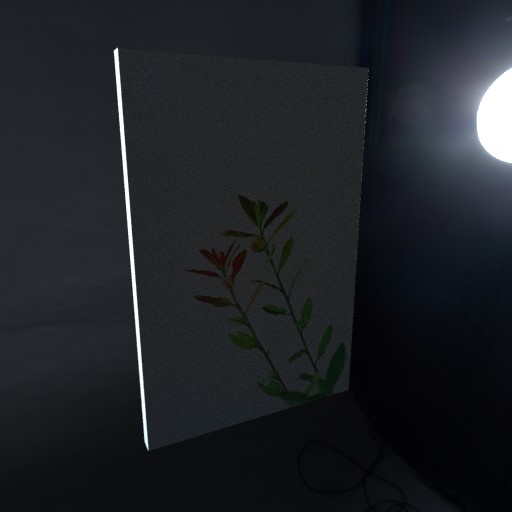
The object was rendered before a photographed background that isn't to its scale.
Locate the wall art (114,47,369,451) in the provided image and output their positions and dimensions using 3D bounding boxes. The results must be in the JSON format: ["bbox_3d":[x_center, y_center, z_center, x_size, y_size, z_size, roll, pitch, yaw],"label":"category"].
[{"bbox_3d":[0.000,0.000,1.120,0.612,0.915,0.039,-8,17,-25],"label":"wall art"}]
